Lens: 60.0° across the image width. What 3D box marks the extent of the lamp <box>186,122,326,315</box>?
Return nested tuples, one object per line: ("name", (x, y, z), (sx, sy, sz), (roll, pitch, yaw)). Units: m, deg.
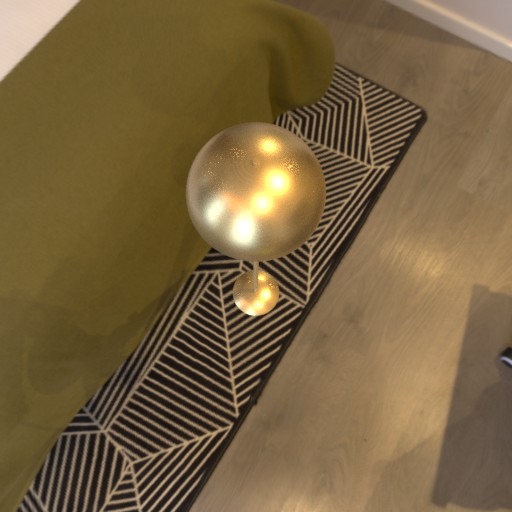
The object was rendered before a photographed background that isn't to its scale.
("lamp", (0.000, 0.000, 1.597), (0.328, 1.480, 0.328), (1, 75, 0))
